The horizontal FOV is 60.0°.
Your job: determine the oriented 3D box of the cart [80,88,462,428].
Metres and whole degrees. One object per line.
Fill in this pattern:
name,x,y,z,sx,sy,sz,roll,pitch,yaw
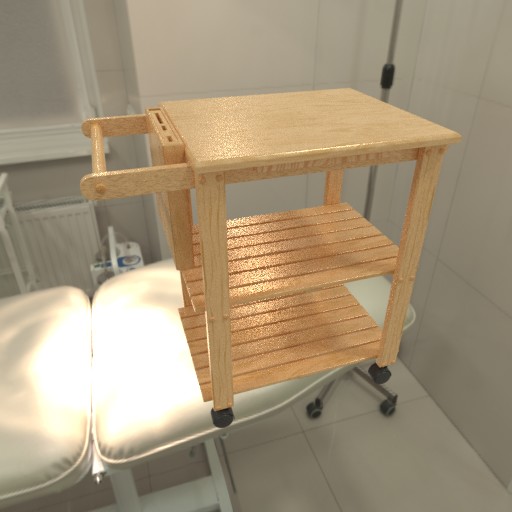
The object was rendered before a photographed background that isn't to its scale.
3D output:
cart,0.000,0.000,1.316,0.843,0.816,0.520,-10,34,-15
